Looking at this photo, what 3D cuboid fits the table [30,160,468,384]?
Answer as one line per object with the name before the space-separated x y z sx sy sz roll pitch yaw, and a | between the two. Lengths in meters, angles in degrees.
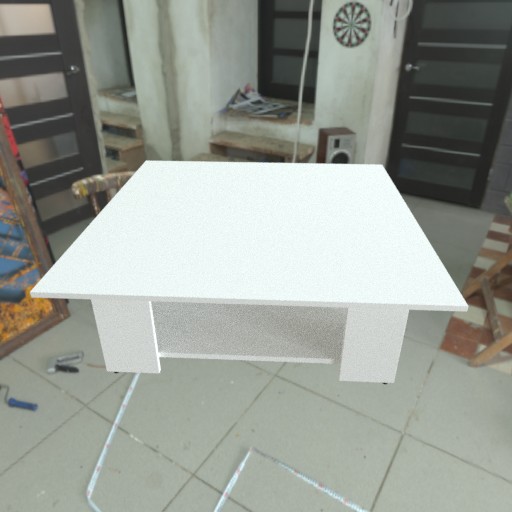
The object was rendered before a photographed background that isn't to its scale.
table | 0.000 0.000 1.358 0.890 0.305 0.890 2 30 3
